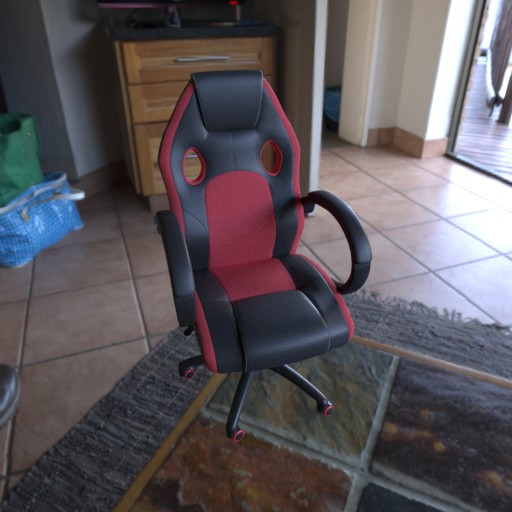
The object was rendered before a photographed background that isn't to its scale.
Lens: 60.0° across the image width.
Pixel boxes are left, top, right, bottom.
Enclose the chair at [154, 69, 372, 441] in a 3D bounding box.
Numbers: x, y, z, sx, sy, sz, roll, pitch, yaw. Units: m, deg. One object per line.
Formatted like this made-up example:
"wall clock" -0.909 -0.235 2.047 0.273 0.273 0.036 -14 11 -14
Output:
"chair" 0.000 0.000 1.619 0.673 1.187 0.724 -9 31 -16
